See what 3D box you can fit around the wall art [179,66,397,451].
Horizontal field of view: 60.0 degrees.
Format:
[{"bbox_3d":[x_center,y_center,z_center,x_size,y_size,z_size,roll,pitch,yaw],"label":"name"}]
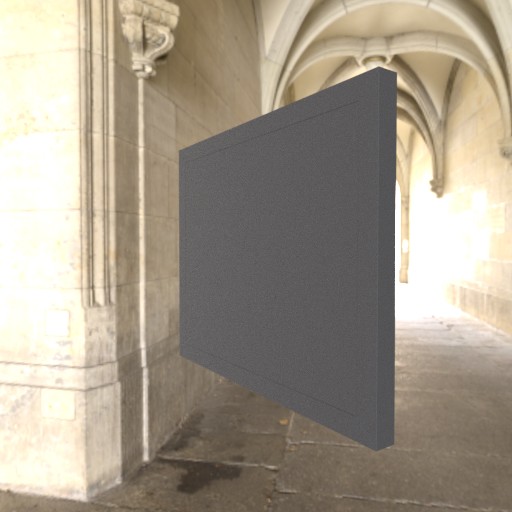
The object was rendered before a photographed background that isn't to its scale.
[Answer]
[{"bbox_3d":[0.000,0.000,0.552,0.024,0.329,0.404,-1,2,-34],"label":"wall art"}]
